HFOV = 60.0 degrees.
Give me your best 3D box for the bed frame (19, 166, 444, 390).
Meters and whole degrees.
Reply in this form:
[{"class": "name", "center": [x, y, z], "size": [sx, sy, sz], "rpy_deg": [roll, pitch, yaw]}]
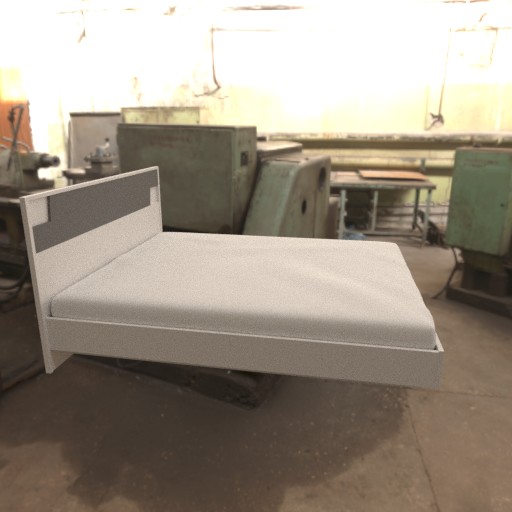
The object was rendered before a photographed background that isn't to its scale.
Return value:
[{"class": "bed frame", "center": [0.000, 0.000, 2.989], "size": [2.100, 1.001, 1.711], "rpy_deg": [3, 17, 10]}]
